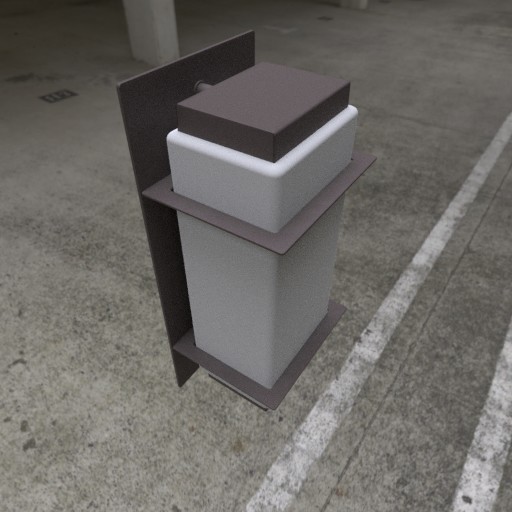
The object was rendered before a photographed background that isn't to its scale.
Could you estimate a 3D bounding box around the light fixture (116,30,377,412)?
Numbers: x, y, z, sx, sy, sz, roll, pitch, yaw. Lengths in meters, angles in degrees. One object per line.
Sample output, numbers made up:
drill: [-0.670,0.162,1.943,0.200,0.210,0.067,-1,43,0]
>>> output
light fixture: [0.000,0.000,0.420,0.146,0.347,0.153,24,47,25]
